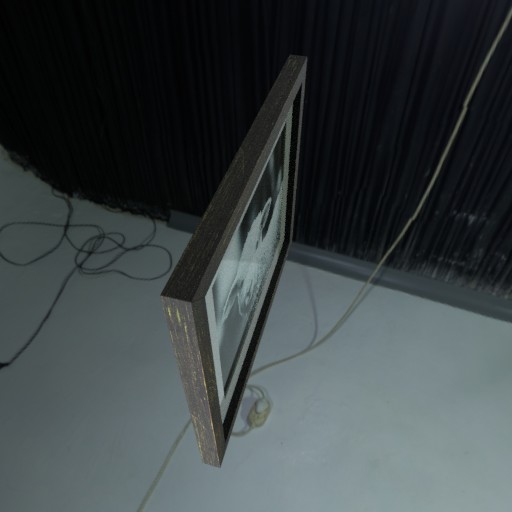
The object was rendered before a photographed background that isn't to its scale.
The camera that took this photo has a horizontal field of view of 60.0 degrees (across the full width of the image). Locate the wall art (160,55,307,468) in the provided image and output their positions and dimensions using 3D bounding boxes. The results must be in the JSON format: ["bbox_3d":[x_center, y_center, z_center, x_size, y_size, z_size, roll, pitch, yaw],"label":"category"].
[{"bbox_3d":[0.000,0.000,0.763,0.032,0.457,0.558,11,48,11],"label":"wall art"}]
